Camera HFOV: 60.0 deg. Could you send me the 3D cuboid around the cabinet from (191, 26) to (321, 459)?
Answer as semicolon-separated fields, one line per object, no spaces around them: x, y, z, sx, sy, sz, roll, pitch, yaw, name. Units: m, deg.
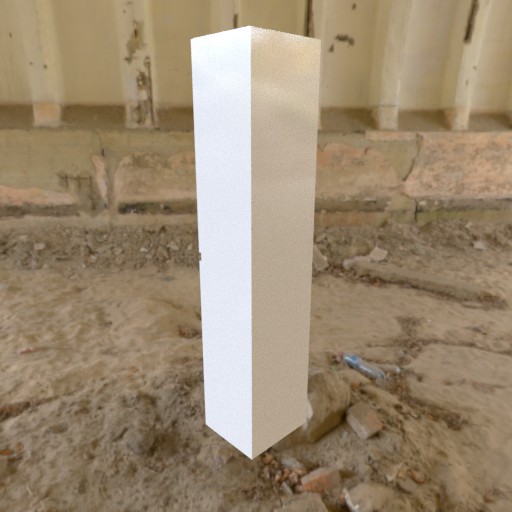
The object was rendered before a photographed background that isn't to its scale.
0.000;0.000;1.573;0.300;1.400;0.270;-16;23;-42;cabinet
